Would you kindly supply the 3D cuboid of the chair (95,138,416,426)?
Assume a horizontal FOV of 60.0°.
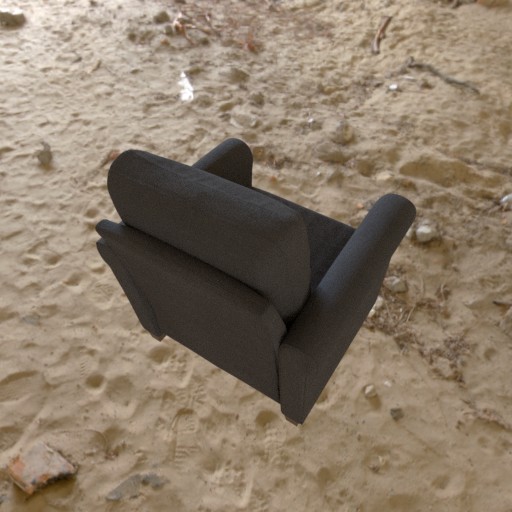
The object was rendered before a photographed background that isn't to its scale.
[{"bbox_3d":[0.000,0.000,1.622,0.867,0.942,0.828,25,50,23],"label":"chair"}]
